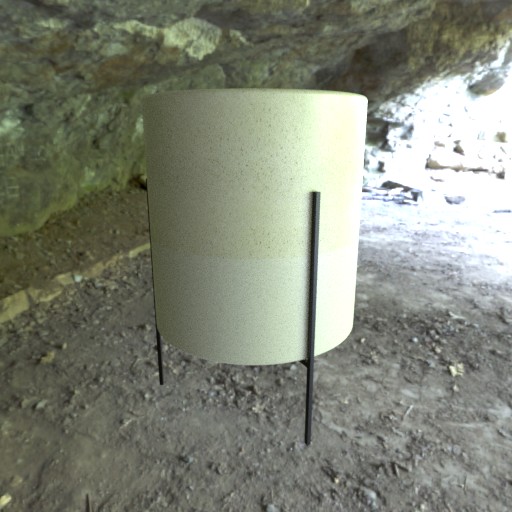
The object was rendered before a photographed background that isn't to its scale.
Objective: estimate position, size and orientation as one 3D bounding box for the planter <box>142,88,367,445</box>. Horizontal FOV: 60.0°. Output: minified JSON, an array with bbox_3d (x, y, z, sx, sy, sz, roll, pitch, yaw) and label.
[{"bbox_3d":[0.000,0.000,0.715,0.324,0.483,0.333,-8,18,-26],"label":"planter"}]
